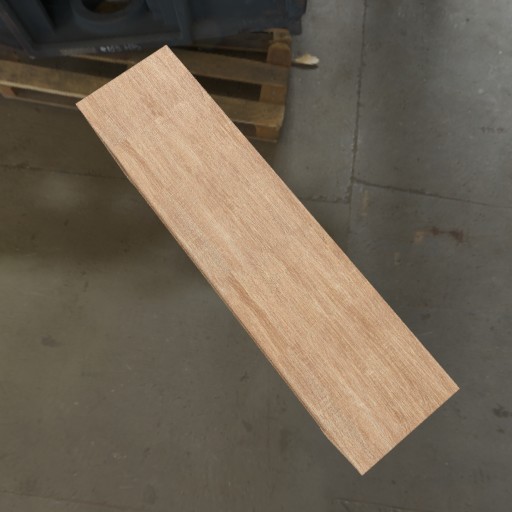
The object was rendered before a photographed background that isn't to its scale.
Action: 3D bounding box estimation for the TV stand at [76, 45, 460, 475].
[{"bbox_3d":[0.000,0.000,1.685,0.398,0.610,1.466,-37,79,-8],"label":"TV stand"}]
